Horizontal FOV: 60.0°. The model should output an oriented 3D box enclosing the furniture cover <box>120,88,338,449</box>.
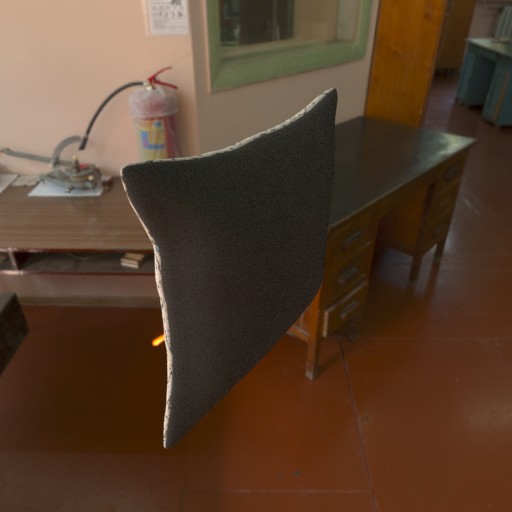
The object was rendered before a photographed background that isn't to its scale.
[{"bbox_3d":[0.000,0.000,0.790,0.180,0.498,0.525,21,38,29],"label":"furniture cover"}]
